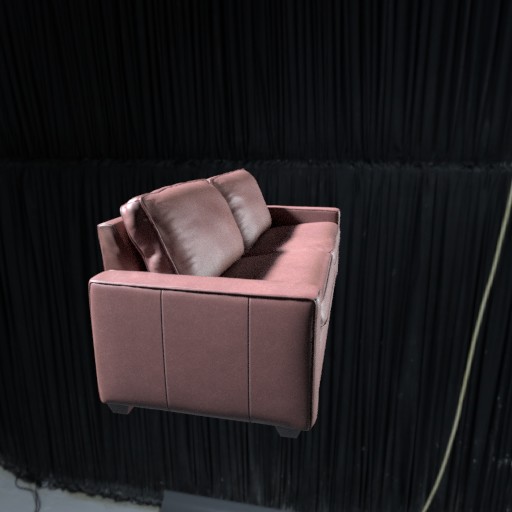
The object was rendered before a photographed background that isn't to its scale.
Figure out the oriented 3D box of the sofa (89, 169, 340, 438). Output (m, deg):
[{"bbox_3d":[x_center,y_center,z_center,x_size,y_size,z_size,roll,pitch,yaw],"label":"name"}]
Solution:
[{"bbox_3d":[0.000,0.000,2.622,0.940,0.919,2.080,3,15,12],"label":"sofa"}]
